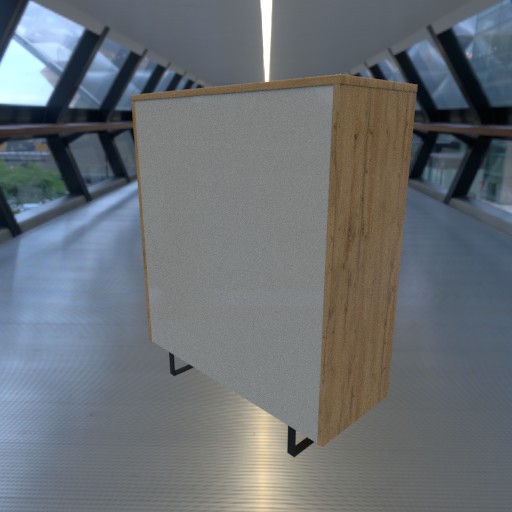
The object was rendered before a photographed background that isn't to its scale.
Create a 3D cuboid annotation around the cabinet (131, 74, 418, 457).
[{"bbox_3d":[0.000,0.000,1.995,0.473,1.397,1.168,-15,22,-42],"label":"cabinet"}]
